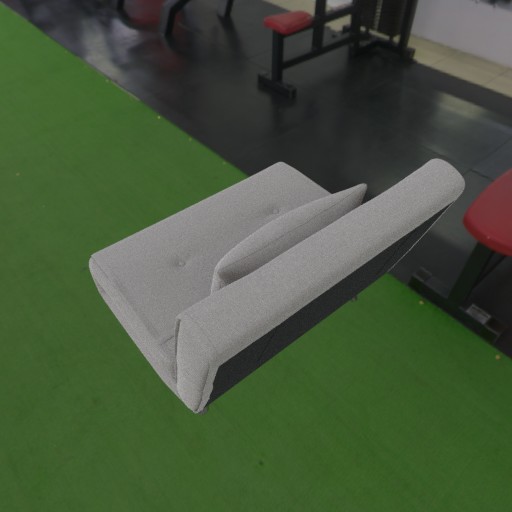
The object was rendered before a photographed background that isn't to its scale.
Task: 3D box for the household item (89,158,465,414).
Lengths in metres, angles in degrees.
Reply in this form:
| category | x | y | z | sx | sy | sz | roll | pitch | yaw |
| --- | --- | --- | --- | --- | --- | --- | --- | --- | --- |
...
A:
| category | x | y | z | sx | sy | sz | roll | pitch | yaw |
| --- | --- | --- | --- | --- | --- | --- | --- | --- | --- |
| household item | 0.000 | 0.000 | 1.649 | 1.000 | 0.800 | 0.874 | -31 | 54 | -25 |
